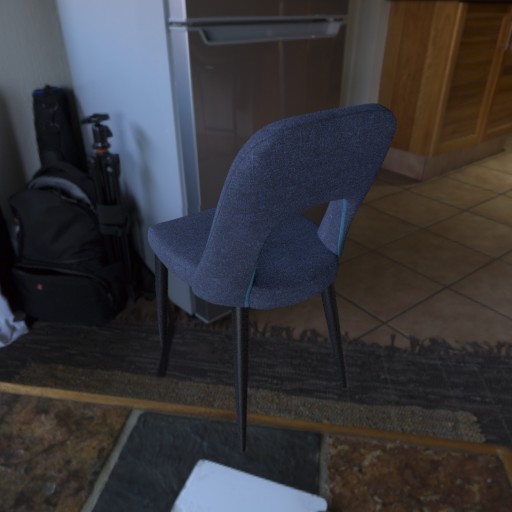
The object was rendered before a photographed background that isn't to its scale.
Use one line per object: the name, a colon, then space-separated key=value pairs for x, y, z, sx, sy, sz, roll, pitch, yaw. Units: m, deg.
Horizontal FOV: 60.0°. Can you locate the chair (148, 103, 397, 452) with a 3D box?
chair: x=0.000 y=0.000 z=1.288 sx=0.470 sy=0.931 sz=0.612 roll=-20 pitch=36 yaw=-29
